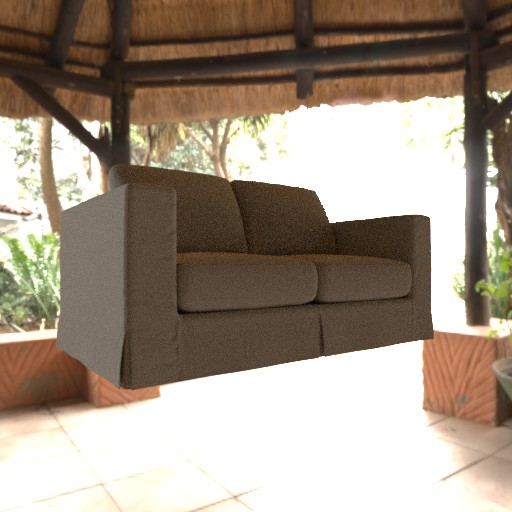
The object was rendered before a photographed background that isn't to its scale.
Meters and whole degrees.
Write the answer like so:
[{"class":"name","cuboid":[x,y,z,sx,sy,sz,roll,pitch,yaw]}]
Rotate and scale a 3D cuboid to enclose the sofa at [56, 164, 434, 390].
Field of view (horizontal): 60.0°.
[{"class":"sofa","cuboid":[0.000,0.000,2.404,1.813,0.932,1.009,1,-1,-36]}]
